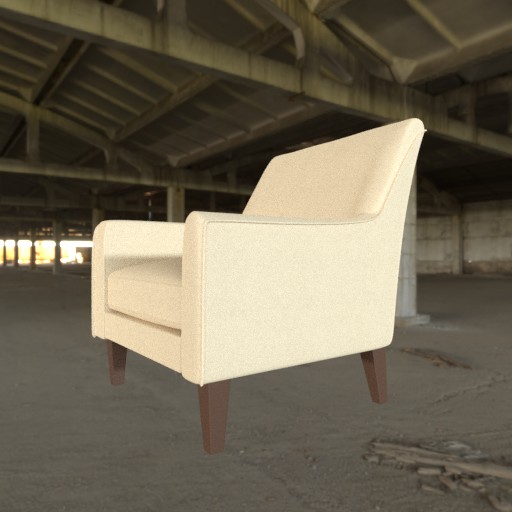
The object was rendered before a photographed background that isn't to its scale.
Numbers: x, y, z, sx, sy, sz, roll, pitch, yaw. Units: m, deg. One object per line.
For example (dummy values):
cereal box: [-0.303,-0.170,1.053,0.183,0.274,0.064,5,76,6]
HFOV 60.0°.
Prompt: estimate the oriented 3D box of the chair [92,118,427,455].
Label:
chair: [0.000,0.000,1.544,0.899,0.919,0.780,0,0,-37]
